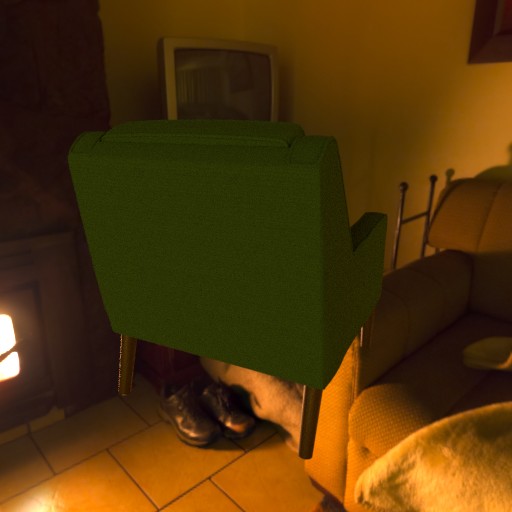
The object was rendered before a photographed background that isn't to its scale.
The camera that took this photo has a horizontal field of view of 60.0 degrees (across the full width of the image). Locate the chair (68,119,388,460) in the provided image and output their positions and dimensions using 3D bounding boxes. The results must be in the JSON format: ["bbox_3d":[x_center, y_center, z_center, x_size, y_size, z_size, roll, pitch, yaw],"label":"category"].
[{"bbox_3d":[0.000,0.000,1.341,0.663,0.792,0.743,9,19,26],"label":"chair"}]
